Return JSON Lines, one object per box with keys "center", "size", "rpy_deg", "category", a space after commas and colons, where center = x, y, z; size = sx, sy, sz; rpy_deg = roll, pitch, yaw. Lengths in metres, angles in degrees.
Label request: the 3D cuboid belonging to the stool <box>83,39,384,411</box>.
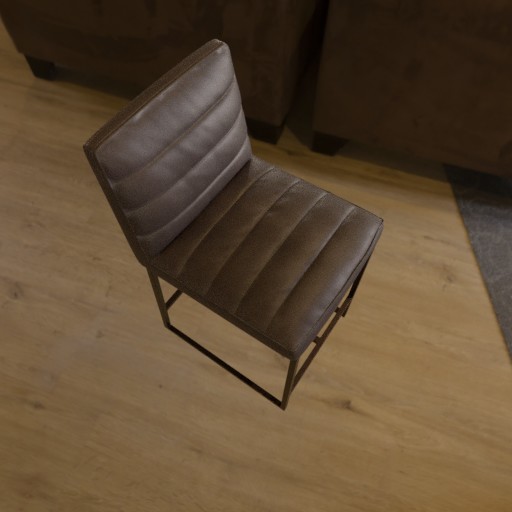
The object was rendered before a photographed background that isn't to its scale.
{"center": [0.000, 0.000, 1.281], "size": [0.562, 0.946, 0.463], "rpy_deg": [31, 64, 17], "category": "stool"}
